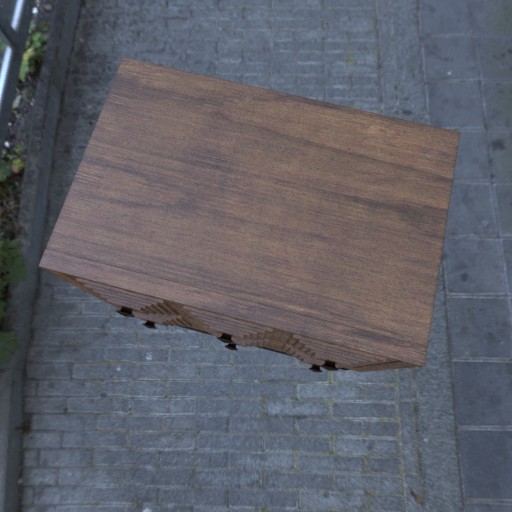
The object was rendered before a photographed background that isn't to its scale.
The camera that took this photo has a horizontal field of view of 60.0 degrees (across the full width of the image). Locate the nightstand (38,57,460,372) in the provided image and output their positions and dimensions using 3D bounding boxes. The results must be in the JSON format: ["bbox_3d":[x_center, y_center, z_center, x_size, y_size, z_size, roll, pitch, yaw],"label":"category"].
[{"bbox_3d":[0.000,0.000,1.014,0.610,0.610,0.437,14,75,4],"label":"nightstand"}]
